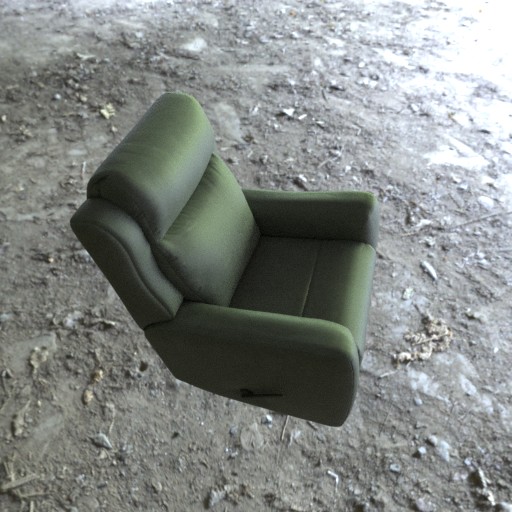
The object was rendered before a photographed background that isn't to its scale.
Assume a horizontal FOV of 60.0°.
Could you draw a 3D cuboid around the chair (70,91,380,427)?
[{"bbox_3d":[0.000,0.000,1.937,1.068,1.116,0.967,12,48,11],"label":"chair"}]
